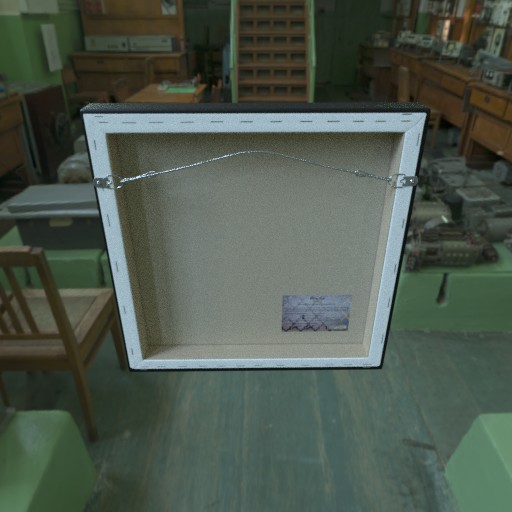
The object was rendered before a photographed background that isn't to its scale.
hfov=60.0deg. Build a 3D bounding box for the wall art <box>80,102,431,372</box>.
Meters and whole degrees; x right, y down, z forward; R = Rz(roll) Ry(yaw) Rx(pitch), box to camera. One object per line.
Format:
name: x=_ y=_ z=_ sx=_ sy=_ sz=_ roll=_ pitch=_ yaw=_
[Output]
wall art: x=0.000 y=0.000 z=0.623 sx=0.406 sy=0.407 sz=0.041 roll=0 pitch=29 yaw=-1
